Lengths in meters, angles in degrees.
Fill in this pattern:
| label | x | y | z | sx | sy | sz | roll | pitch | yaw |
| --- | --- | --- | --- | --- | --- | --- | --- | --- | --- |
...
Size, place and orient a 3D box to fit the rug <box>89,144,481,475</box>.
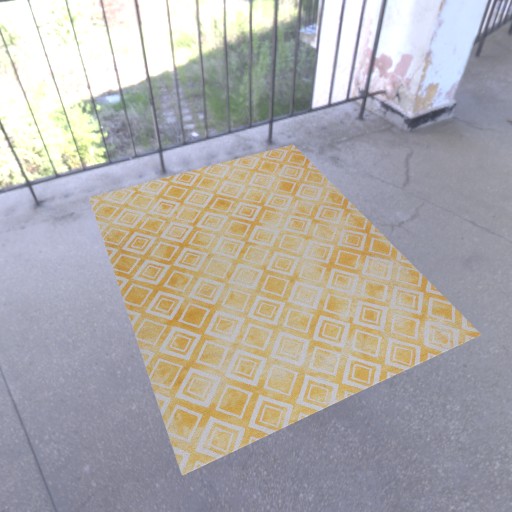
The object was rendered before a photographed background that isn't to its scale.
| label | x | y | z | sx | sy | sz | roll | pitch | yaw |
| --- | --- | --- | --- | --- | --- | --- | --- | --- | --- |
| rug | 0.000 | 0.000 | 4.039 | 2.433 | 0.011 | 3.037 | -19 | 48 | -17 |
